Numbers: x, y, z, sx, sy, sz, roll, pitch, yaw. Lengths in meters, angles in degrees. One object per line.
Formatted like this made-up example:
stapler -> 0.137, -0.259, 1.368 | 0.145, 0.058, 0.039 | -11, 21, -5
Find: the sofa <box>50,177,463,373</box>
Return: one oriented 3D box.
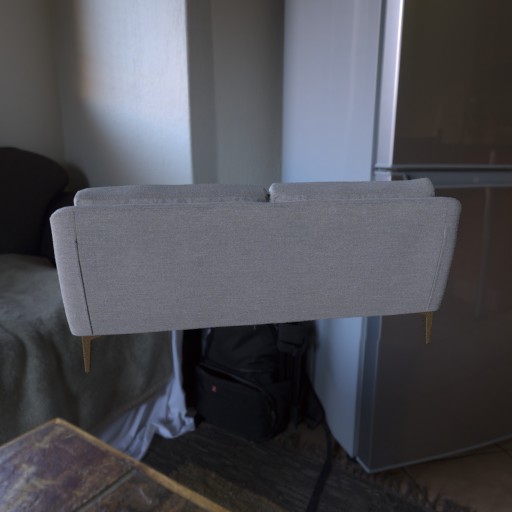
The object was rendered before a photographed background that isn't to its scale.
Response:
sofa -> 0.000, 0.000, 2.554 | 2.036, 0.913, 0.980 | -3, 15, -10
